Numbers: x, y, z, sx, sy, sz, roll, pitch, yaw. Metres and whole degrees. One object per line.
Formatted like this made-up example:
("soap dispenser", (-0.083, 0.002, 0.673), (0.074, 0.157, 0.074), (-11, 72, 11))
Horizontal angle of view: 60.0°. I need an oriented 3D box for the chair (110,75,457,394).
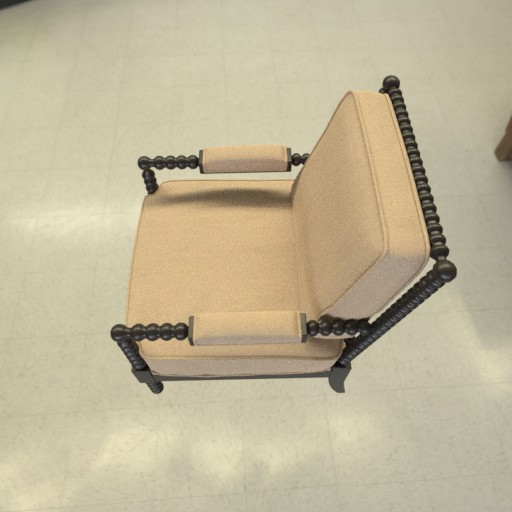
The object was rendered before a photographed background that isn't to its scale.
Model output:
("chair", (0.000, 0.000, 1.143), (0.657, 0.703, 0.555), (-1, 58, -1))
